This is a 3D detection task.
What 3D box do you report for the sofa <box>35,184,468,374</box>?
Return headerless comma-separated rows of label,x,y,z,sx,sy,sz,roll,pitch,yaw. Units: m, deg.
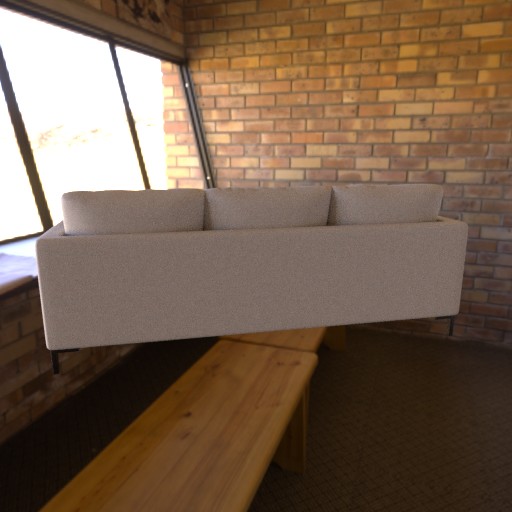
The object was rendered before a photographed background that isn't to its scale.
sofa,0.000,0.000,2.652,2.218,0.874,0.859,-3,14,-12
